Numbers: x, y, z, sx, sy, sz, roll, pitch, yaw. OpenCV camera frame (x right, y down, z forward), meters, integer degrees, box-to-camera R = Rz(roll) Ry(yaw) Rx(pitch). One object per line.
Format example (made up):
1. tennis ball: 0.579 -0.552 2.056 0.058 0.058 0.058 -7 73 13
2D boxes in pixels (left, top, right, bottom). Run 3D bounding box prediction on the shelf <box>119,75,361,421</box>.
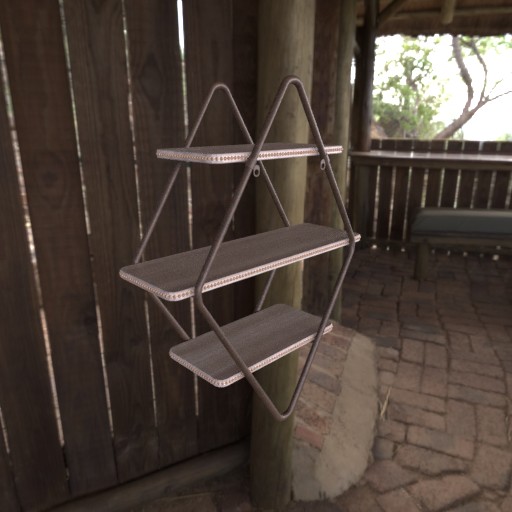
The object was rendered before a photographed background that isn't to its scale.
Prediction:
1. shelf: 0.000 0.000 1.040 0.609 0.774 0.234 -16 23 -42
